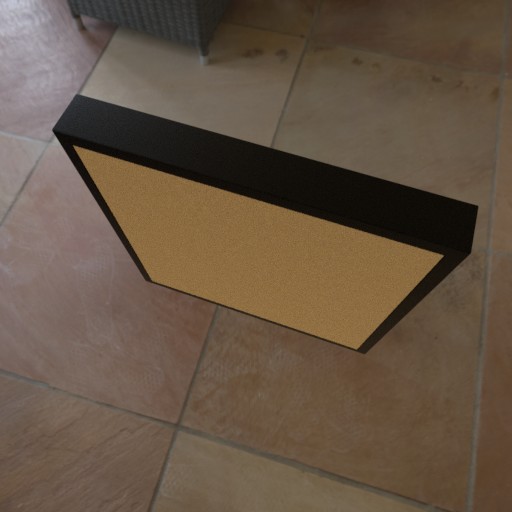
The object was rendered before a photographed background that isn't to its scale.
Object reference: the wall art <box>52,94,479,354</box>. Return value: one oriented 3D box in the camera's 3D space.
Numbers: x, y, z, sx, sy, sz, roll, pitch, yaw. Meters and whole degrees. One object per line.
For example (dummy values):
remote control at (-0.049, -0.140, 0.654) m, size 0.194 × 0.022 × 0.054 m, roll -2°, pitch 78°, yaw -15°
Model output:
wall art at (0.000, 0.000, 0.442) m, size 0.299 × 0.299 × 0.037 m, roll 18°, pitch 67°, yaw 8°
